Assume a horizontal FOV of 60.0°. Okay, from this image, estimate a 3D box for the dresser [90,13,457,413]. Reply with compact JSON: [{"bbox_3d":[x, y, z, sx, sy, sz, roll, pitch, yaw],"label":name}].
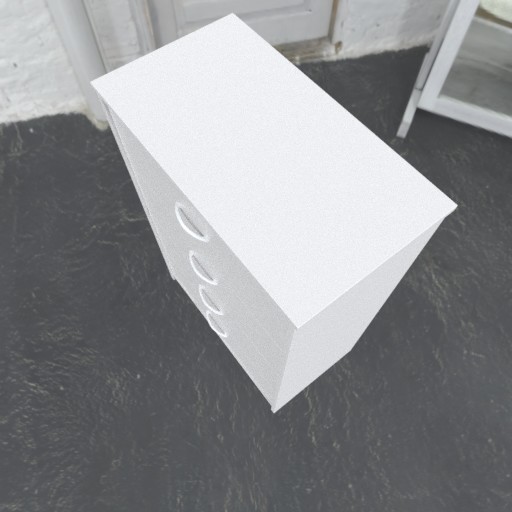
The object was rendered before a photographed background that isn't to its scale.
[{"bbox_3d":[0.000,0.000,1.345,0.401,1.021,0.704,-34,68,-16],"label":"dresser"}]
